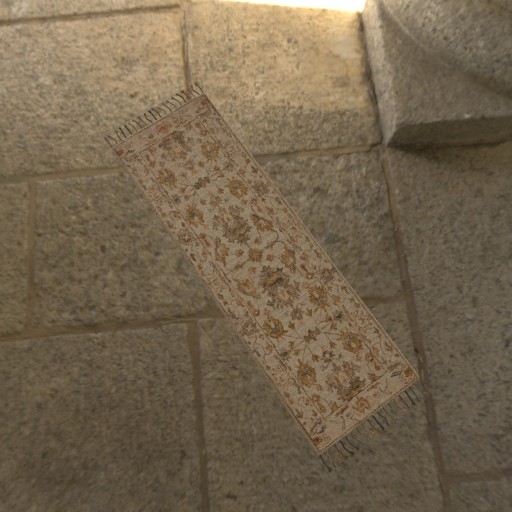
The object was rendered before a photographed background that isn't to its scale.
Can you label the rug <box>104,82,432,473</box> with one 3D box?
[{"bbox_3d":[0.000,0.000,2.680,0.729,0.021,2.438,-34,78,-8],"label":"rug"}]
